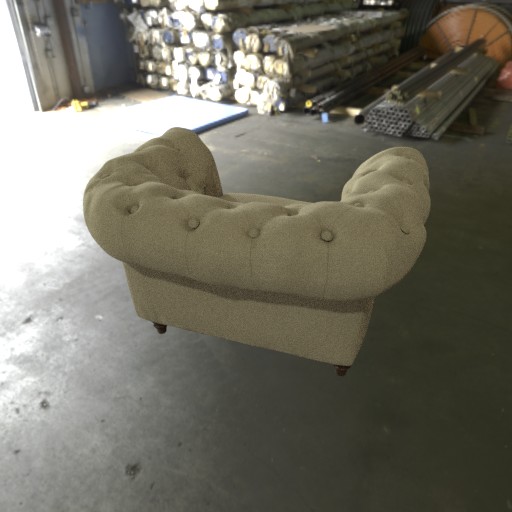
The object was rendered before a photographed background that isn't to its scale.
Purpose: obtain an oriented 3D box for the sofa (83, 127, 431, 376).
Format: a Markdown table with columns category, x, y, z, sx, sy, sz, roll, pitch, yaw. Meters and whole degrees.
| category | x | y | z | sx | sy | sz | roll | pitch | yaw |
| --- | --- | --- | --- | --- | --- | --- | --- | --- | --- |
| sofa | 0.000 | 0.000 | 2.041 | 1.405 | 0.878 | 1.034 | 10 | 34 | 15 |
